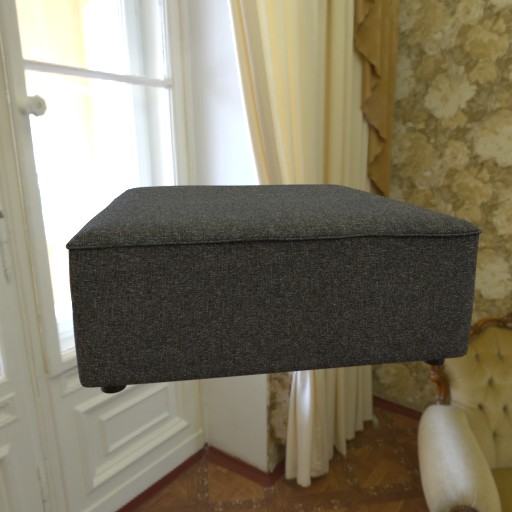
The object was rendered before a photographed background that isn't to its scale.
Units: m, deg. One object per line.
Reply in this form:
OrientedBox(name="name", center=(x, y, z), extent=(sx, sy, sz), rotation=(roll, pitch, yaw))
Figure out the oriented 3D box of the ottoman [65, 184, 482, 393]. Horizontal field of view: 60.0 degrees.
OrientedBox(name="ottoman", center=(0.000, 0.000, 1.538), extent=(1.017, 0.423, 1.021), rotation=(-2, 15, -8))
